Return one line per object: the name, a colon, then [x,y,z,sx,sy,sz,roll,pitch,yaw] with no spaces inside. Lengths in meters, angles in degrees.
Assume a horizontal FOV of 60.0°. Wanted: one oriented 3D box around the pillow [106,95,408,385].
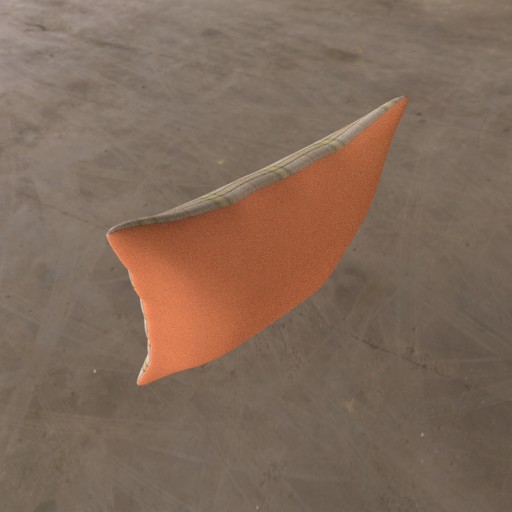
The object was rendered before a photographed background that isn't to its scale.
pillow: [0.000,0.000,0.691,0.453,0.430,0.200,-30,52,-27]
